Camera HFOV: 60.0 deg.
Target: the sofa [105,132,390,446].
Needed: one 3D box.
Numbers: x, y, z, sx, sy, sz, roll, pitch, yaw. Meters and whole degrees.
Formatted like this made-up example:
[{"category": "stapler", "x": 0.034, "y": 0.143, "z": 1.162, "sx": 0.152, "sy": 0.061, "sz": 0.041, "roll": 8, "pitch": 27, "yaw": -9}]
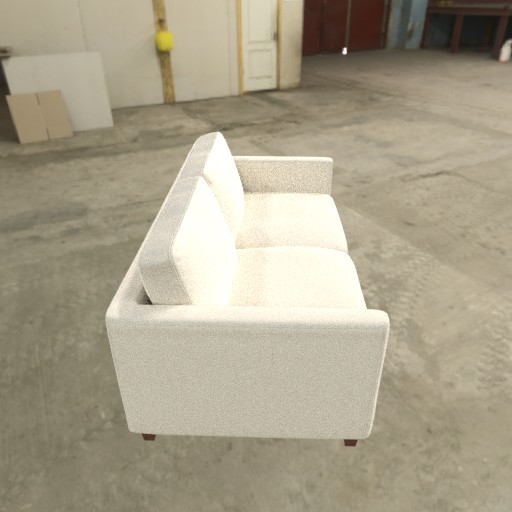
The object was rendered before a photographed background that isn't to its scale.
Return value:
[{"category": "sofa", "x": 0.000, "y": 0.000, "z": 2.256, "sx": 0.964, "sy": 0.888, "sz": 1.702, "roll": 1, "pitch": 31, "yaw": 2}]
